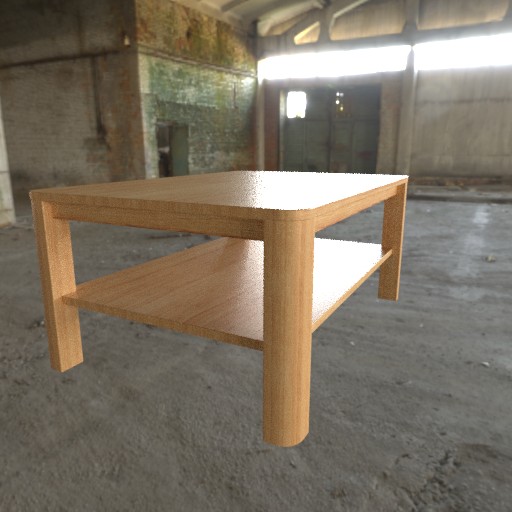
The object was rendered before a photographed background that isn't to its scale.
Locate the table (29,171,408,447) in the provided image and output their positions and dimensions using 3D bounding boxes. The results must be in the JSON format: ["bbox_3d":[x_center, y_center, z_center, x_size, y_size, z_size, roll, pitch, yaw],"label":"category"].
[{"bbox_3d":[0.000,0.000,1.342,0.696,0.445,0.997,7,16,27],"label":"table"}]
